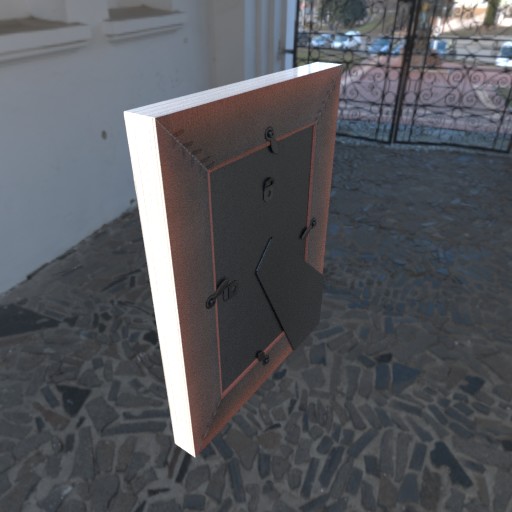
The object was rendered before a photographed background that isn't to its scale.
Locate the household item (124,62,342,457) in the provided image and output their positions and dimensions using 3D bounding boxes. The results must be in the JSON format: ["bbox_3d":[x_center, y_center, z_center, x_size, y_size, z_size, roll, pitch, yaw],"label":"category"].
[{"bbox_3d":[0.000,0.000,0.291,0.025,0.216,0.165,20,37,30],"label":"household item"}]
